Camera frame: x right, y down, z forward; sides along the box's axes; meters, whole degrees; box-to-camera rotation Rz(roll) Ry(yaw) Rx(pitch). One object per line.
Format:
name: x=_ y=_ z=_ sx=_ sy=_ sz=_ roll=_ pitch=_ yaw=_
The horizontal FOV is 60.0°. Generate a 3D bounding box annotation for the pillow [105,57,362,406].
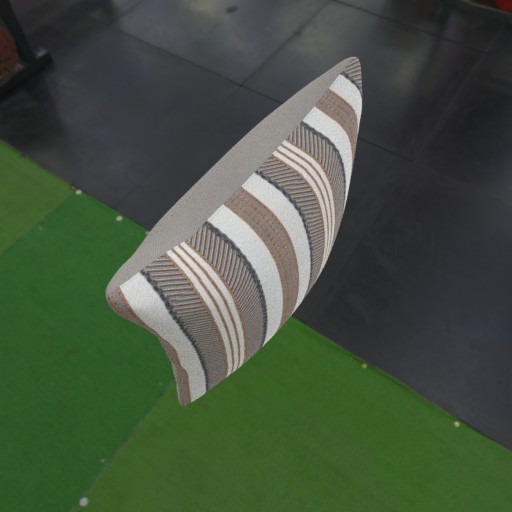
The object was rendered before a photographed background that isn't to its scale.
pillow: x=0.000 y=0.000 z=0.626 sx=0.173 sy=0.401 sz=0.416 roll=33 pitch=64 yaw=18
